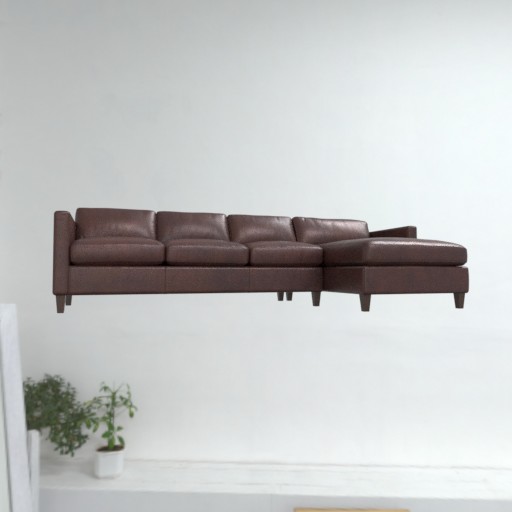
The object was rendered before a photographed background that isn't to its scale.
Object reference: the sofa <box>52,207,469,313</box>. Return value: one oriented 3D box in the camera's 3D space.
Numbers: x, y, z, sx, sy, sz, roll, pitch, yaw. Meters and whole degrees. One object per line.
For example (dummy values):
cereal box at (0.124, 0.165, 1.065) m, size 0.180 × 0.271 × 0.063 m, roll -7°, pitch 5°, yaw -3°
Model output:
sofa at (0.000, 0.000, 3.855) m, size 3.203 × 0.883 × 1.581 m, roll 1°, pitch -2°, yaw -19°
